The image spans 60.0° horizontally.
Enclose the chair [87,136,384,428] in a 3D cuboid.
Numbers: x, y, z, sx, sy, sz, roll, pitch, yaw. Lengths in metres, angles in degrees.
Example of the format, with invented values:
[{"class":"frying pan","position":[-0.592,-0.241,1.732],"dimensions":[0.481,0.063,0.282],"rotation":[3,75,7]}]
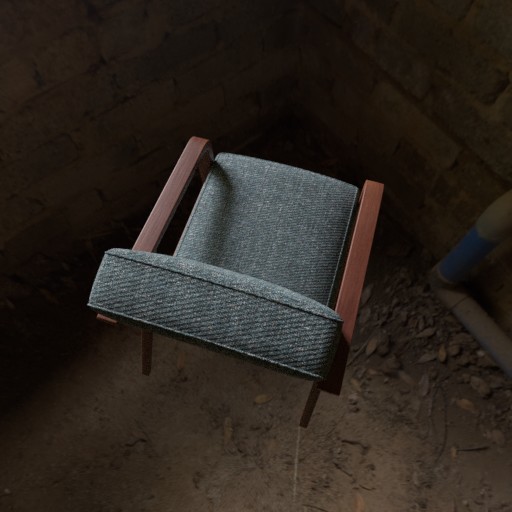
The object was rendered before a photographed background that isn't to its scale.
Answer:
[{"class":"chair","position":[0.000,0.000,1.531],"dimensions":[0.719,0.864,0.889],"rotation":[16,66,7]}]
